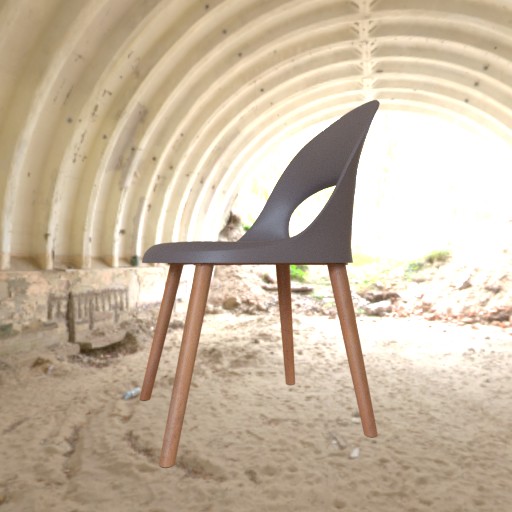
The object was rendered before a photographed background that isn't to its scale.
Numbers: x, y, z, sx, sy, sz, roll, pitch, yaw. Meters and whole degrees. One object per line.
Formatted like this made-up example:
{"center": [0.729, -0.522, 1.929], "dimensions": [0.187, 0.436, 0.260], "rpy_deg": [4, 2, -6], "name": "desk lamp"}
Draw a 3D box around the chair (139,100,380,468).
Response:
{"center": [0.000, 0.000, 1.117], "dimensions": [0.556, 0.794, 0.470], "rpy_deg": [0, -1, -20], "name": "chair"}
